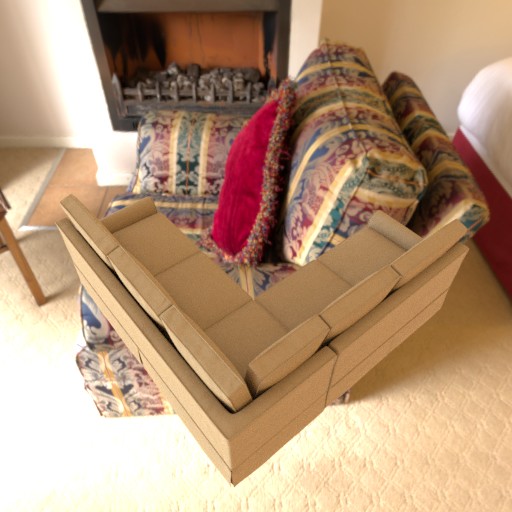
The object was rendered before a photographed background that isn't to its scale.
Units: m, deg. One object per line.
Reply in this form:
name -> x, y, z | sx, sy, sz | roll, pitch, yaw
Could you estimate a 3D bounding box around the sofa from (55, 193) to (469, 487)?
sofa -> 0.000, 0.000, 4.261 | 2.730, 1.124, 2.733 | -31, 53, -27
